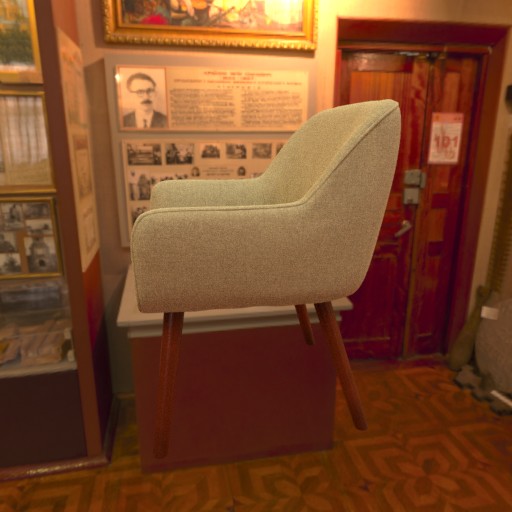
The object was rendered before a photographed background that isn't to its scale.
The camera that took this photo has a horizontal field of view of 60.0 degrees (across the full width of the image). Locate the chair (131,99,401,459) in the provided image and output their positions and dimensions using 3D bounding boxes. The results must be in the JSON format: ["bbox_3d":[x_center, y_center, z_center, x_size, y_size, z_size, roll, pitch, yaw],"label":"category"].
[{"bbox_3d":[0.000,0.000,1.239,0.610,0.813,0.610,-2,16,-9],"label":"chair"}]
